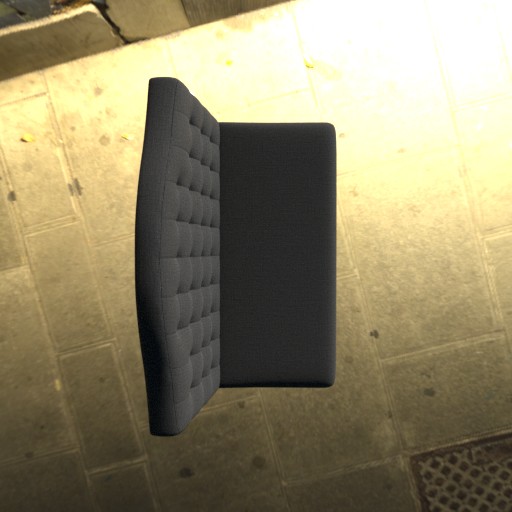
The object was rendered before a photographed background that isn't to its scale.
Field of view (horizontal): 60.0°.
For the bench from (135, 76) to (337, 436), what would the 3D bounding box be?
[{"bbox_3d":[0.000,0.000,2.065,0.815,1.180,1.335,0,91,0],"label":"bench"}]
